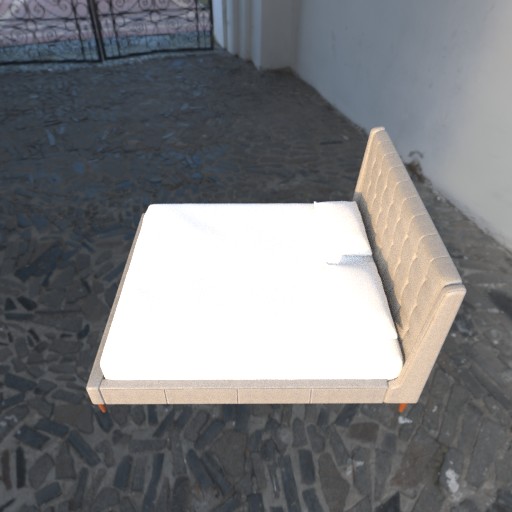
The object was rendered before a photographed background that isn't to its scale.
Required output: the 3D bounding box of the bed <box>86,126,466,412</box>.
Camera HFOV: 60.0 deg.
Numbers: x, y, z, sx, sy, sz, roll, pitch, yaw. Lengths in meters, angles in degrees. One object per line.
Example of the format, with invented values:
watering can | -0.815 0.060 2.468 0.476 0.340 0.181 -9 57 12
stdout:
bed | 0.000 0.000 3.599 2.342 1.289 2.062 0 41 0
